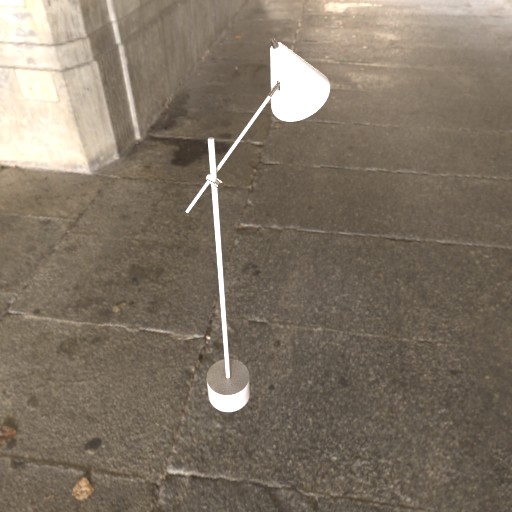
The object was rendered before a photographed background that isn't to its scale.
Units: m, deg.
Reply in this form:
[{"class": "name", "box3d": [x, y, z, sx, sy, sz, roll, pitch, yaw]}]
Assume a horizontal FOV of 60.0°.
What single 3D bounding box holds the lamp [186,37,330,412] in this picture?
[{"class": "lamp", "box3d": [0.000, 0.000, 1.592, 0.508, 1.430, 0.223, -26, 47, -26]}]
